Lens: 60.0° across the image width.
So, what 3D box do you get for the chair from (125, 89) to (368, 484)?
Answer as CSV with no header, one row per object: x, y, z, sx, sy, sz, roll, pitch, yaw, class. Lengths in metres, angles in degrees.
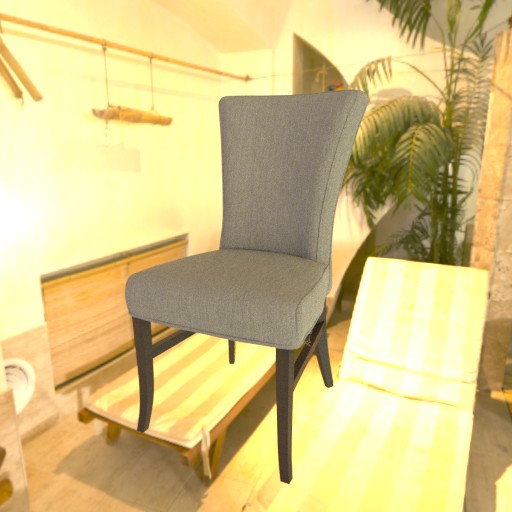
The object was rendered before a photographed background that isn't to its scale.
0.000,0.000,1.363,0.520,0.991,0.660,7,16,25,chair
